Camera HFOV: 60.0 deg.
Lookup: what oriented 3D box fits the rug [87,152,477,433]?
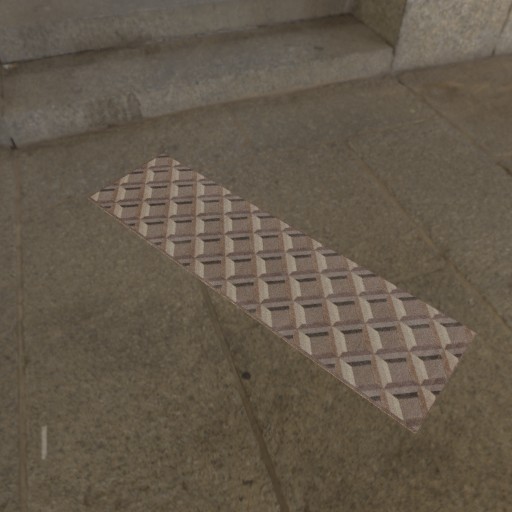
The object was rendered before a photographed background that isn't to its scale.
[{"bbox_3d":[0.000,0.000,2.655,2.437,0.013,0.685,32,56,26],"label":"rug"}]
